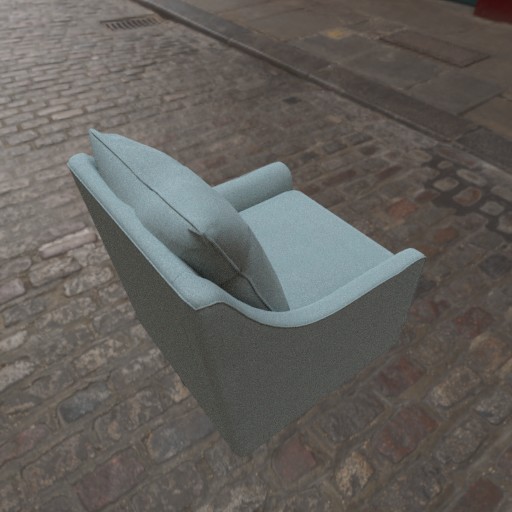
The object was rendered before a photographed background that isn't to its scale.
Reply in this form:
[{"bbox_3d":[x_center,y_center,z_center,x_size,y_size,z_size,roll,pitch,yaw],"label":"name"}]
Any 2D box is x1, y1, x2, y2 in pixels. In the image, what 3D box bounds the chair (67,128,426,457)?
[{"bbox_3d":[0.000,0.000,1.515,0.870,0.926,0.760,-27,48,-27],"label":"chair"}]
